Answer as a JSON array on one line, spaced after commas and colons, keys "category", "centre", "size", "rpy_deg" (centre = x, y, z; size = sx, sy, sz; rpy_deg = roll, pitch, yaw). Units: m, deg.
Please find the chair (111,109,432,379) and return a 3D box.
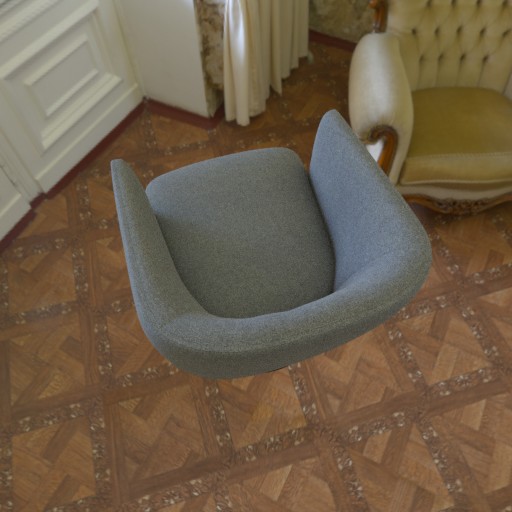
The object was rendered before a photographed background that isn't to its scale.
[{"category": "chair", "centre": [0.000, 0.000, 1.590], "size": [0.822, 0.861, 0.986], "rpy_deg": [-16, 60, -9]}]
